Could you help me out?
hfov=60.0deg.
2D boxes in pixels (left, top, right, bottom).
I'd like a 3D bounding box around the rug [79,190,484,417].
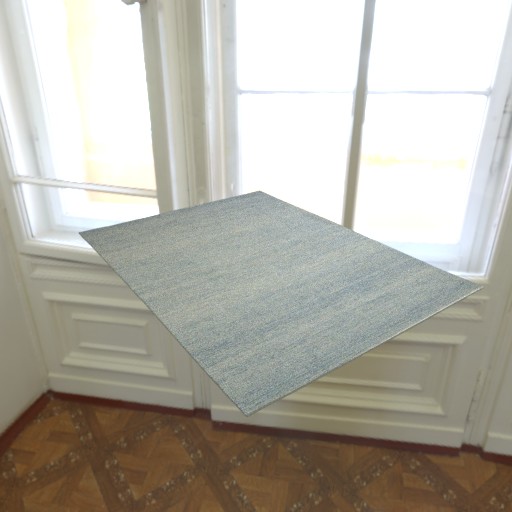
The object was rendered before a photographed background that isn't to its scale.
[{"bbox_3d":[0.000,0.000,4.295,2.461,0.046,3.237,-18,31,-31],"label":"rug"}]
